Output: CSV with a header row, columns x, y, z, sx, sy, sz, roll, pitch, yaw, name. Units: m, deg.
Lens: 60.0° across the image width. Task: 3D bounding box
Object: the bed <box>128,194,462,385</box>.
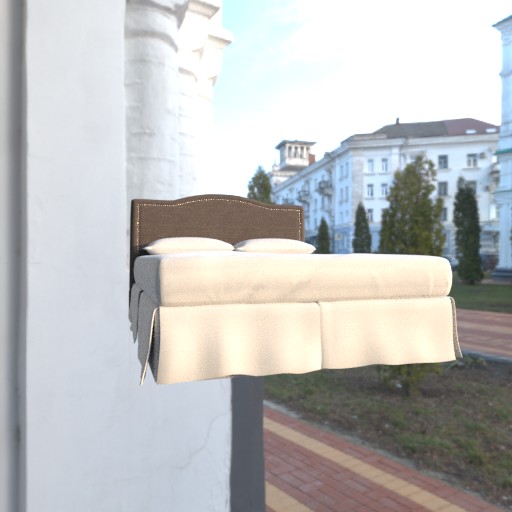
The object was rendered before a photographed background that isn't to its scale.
x,y,z,sx,sy,sz,roll,pitch,yaw,name
0.000,0.000,3.958,2.161,1.457,2.689,0,0,-18,bed
